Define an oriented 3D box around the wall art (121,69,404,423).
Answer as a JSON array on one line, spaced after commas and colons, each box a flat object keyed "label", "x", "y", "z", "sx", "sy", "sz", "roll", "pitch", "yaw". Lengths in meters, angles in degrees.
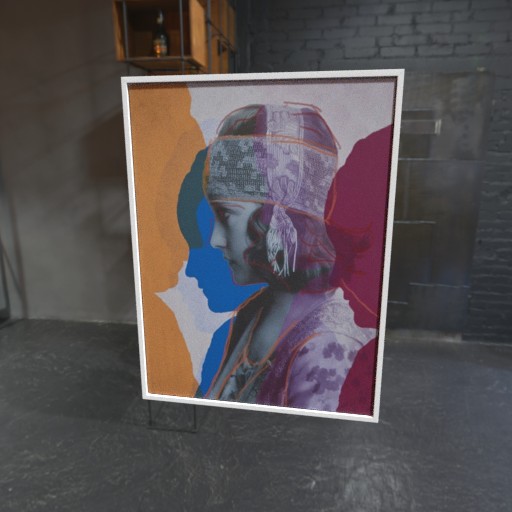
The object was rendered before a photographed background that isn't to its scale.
[{"label": "wall art", "x": 0.000, "y": 0.000, "z": 1.369, "sx": 0.795, "sy": 1.050, "sz": 0.039, "roll": 2, "pitch": 14, "yaw": 10}]
